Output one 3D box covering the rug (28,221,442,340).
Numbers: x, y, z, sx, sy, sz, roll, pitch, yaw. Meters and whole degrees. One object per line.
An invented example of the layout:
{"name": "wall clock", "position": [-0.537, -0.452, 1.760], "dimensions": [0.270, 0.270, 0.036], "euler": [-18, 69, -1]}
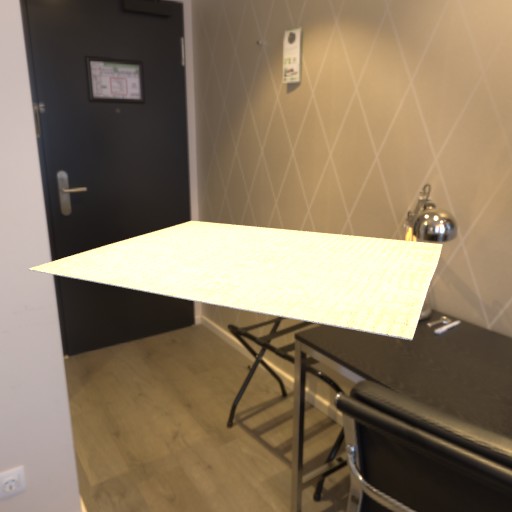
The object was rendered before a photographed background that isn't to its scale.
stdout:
{"name": "rug", "position": [0.000, 0.000, 4.098], "dimensions": [3.061, 0.014, 2.447], "euler": [7, 17, 25]}
